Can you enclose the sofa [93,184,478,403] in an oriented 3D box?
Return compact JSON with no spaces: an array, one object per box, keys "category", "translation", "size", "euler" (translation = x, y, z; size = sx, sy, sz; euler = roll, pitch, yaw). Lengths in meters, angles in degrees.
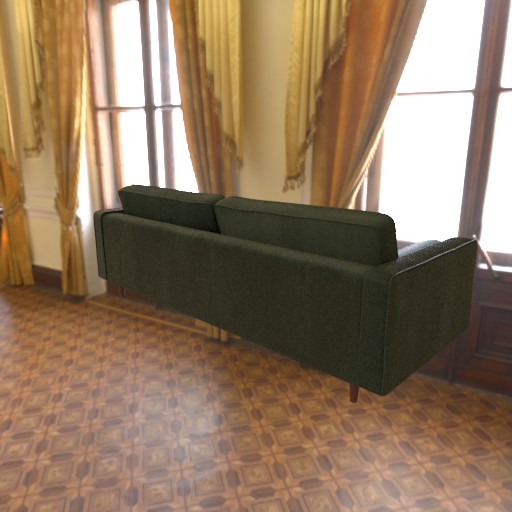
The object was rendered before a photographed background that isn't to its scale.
[{"category":"sofa","translation":[0.000,0.000,2.627],"size":[2.199,0.769,0.918],"euler":[13,20,42]}]
